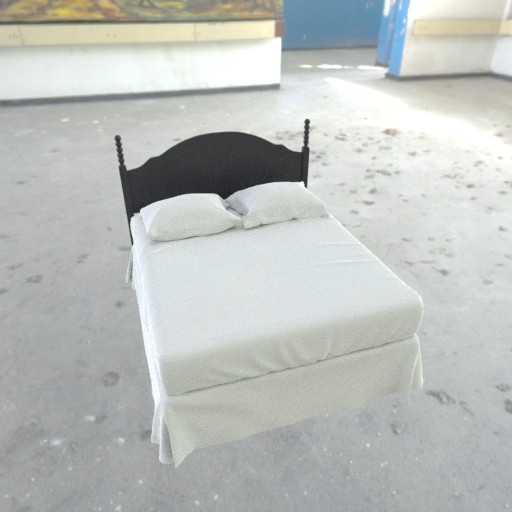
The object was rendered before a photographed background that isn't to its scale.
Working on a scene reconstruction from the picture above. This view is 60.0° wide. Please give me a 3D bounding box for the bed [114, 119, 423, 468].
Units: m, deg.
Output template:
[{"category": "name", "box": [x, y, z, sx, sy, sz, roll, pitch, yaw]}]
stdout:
[{"category": "bed", "box": [0.000, 0.000, 3.184, 1.873, 1.356, 2.040, -10, 32, -15]}]
